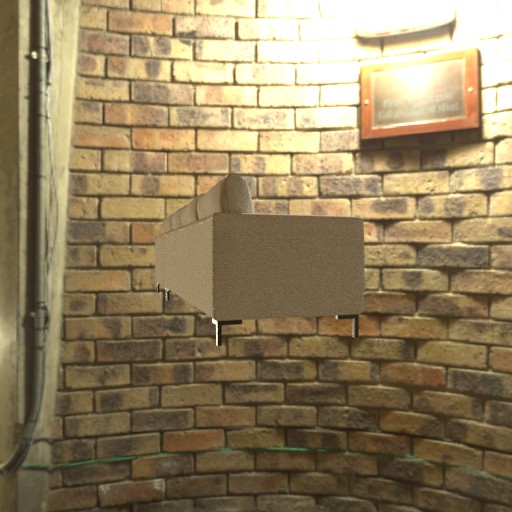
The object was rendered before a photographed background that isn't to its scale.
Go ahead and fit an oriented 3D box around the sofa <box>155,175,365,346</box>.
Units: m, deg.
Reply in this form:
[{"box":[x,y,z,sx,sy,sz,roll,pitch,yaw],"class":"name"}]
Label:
[{"box":[0.000,0.000,2.990,1.126,0.677,2.445,0,0,-18],"class":"sofa"}]
